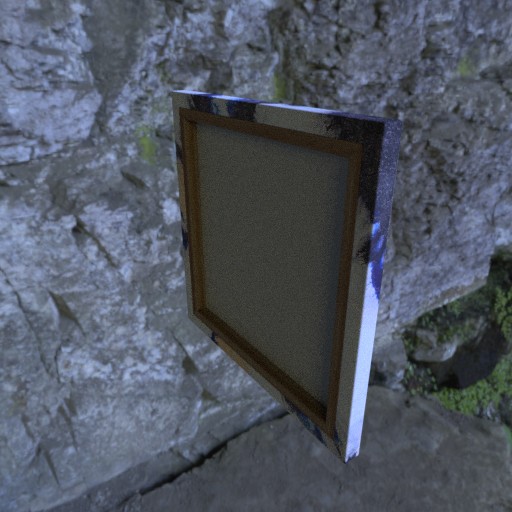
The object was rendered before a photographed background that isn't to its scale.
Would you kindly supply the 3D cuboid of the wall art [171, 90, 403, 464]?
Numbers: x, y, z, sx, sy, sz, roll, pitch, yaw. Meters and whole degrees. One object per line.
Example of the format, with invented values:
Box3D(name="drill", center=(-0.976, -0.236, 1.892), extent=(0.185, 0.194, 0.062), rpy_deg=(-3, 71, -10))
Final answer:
Box3D(name="wall art", center=(0.000, 0.000, 0.920), extent=(0.039, 0.609, 0.609), rpy_deg=(-17, 30, -32))
